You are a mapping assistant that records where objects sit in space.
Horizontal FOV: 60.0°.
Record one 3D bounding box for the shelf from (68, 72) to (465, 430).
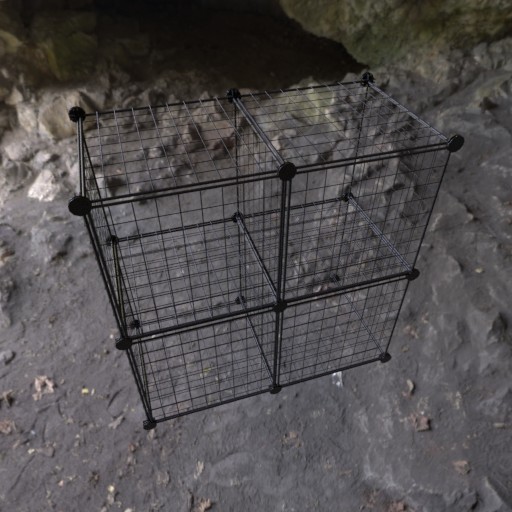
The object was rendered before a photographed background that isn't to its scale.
[{"bbox_3d":[0.000,0.000,1.107,0.711,0.711,0.356,-12,43,-13],"label":"shelf"}]
